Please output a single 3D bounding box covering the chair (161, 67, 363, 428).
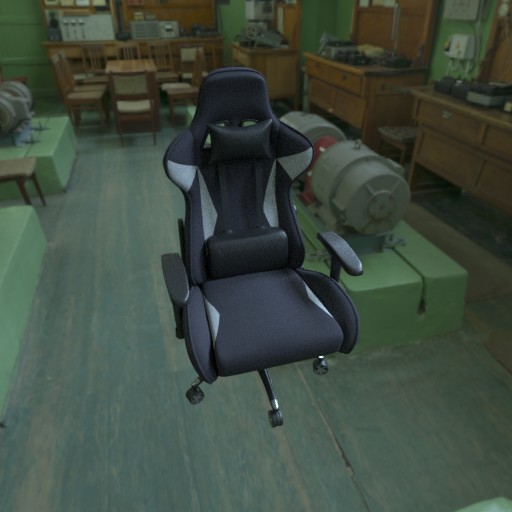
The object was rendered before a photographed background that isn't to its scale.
[{"bbox_3d":[0.000,0.000,1.740,0.730,1.300,0.695,-9,32,-14],"label":"chair"}]
